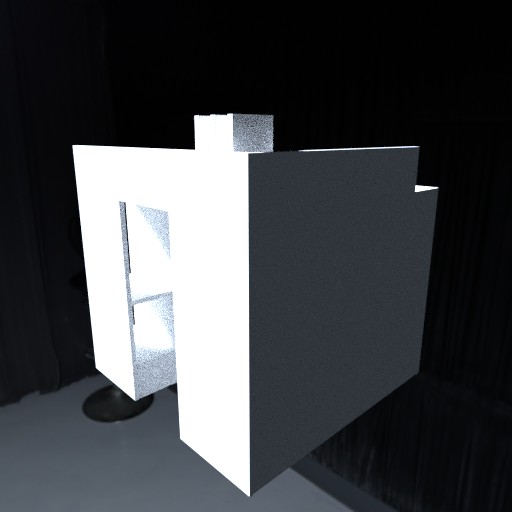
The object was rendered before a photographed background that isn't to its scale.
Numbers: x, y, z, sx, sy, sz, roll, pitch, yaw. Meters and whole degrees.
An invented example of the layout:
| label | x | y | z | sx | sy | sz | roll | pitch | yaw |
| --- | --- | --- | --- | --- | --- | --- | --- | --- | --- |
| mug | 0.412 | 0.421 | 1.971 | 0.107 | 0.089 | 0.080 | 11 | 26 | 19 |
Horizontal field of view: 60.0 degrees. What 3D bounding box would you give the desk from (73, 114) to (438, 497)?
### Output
| label | x | y | z | sx | sy | sz | roll | pitch | yaw |
| --- | --- | --- | --- | --- | --- | --- | --- | --- | --- |
| desk | 0.000 | 0.000 | 1.699 | 0.940 | 0.986 | 0.940 | -14 | 21 | -42 |
